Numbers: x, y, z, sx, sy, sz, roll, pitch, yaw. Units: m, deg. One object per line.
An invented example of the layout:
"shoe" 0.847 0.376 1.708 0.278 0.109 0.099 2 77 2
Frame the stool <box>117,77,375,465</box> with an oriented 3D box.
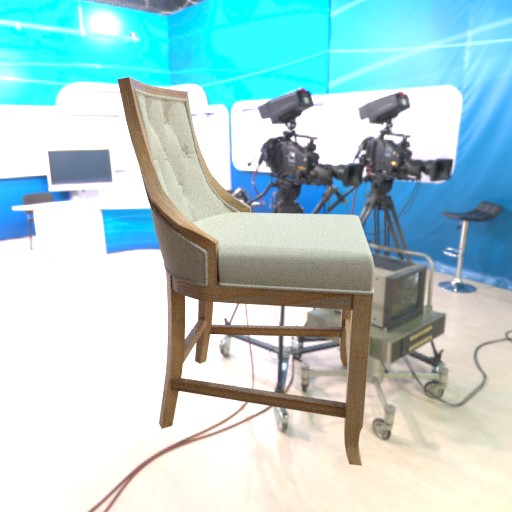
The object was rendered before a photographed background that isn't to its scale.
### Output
"stool" 0.000 0.000 1.291 0.626 0.938 0.524 2 16 9
